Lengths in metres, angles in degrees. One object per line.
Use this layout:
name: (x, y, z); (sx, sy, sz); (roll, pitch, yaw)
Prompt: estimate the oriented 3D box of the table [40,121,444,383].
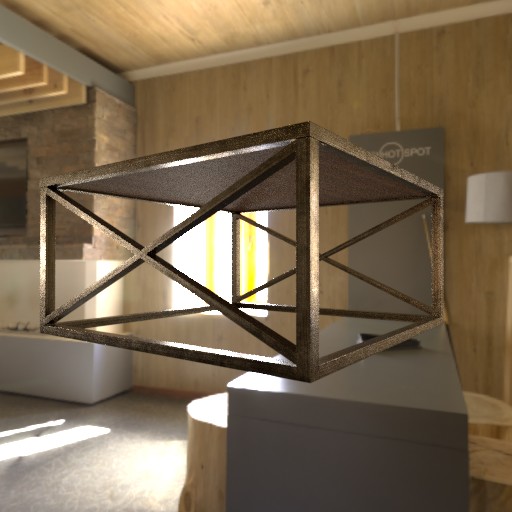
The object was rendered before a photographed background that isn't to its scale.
table: (0.000, 0.000, 1.390); (0.899, 0.451, 0.909); (-1, -1, 36)
